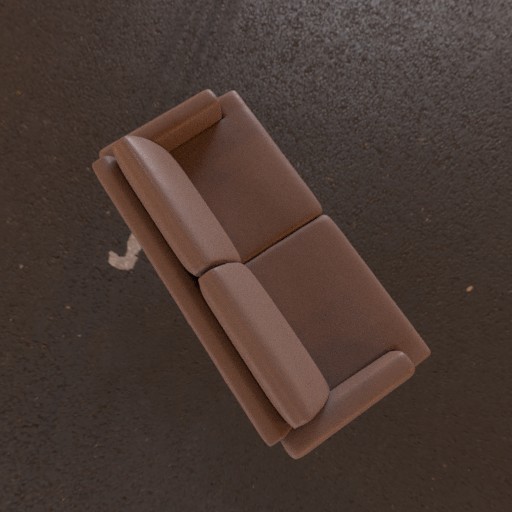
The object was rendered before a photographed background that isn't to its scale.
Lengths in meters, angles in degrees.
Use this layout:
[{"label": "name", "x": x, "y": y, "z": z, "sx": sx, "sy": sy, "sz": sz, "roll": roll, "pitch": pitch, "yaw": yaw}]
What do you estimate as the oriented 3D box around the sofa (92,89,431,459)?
[{"label": "sofa", "x": 0.000, "y": 0.000, "z": 2.457, "sx": 0.974, "sy": 0.765, "sz": 1.940, "roll": -33, "pitch": 78, "yaw": -8}]
